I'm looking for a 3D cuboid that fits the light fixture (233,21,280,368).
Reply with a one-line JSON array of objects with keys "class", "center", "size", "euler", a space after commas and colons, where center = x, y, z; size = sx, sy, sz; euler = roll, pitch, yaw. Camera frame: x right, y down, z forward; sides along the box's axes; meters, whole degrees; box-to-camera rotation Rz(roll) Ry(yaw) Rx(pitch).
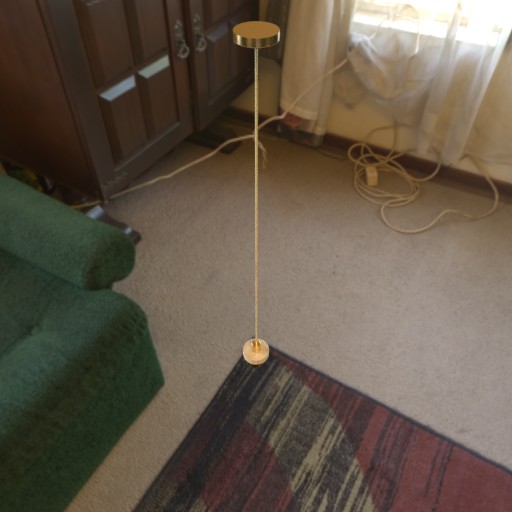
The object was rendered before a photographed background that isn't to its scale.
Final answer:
[{"class": "light fixture", "center": [0.000, 0.000, 1.734], "size": [0.129, 1.669, 0.129], "euler": [9, 47, 9]}]
